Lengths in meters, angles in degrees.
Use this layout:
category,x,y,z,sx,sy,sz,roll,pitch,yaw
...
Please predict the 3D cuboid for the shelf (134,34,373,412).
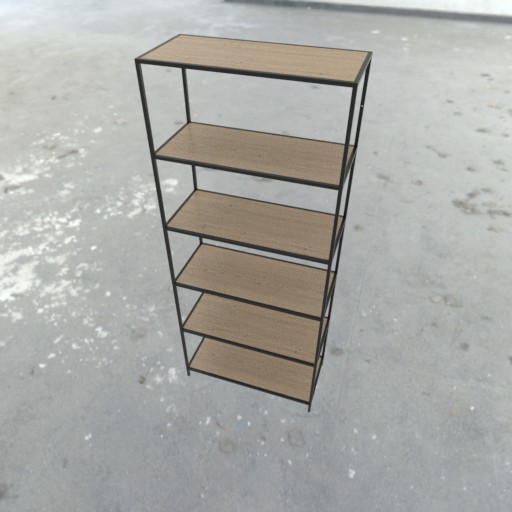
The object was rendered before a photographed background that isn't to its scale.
category,x,y,z,sx,sy,sz,roll,pitch,yaw
shelf,0.000,0.000,2.157,0.770,1.850,0.350,12,42,14
